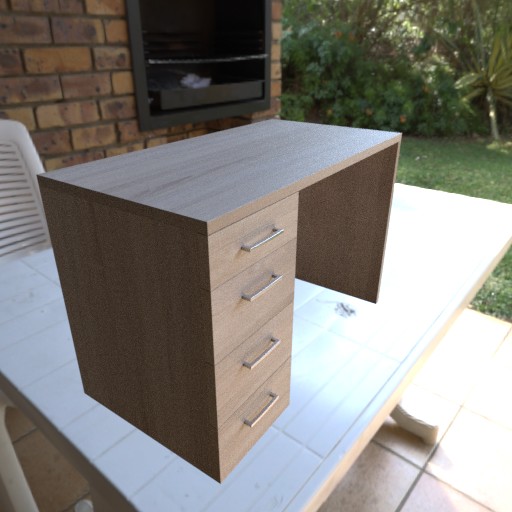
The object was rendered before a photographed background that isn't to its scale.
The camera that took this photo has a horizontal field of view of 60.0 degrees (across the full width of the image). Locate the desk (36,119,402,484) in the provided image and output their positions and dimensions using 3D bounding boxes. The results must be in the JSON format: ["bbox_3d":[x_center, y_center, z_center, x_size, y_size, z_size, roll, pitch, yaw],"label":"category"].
[{"bbox_3d":[0.000,0.000,1.541,0.600,0.731,1.100,17,31,31],"label":"desk"}]
